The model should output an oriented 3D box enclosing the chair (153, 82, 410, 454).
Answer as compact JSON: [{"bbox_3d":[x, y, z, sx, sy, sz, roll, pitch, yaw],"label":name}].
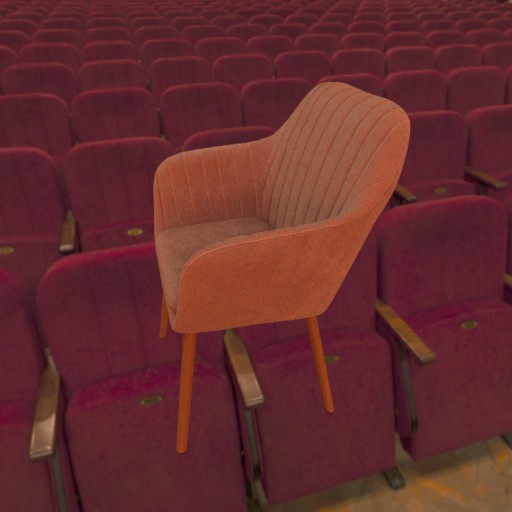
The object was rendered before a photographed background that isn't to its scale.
[{"bbox_3d":[0.000,0.000,1.212,0.570,0.832,0.610,-9,32,-14],"label":"chair"}]
